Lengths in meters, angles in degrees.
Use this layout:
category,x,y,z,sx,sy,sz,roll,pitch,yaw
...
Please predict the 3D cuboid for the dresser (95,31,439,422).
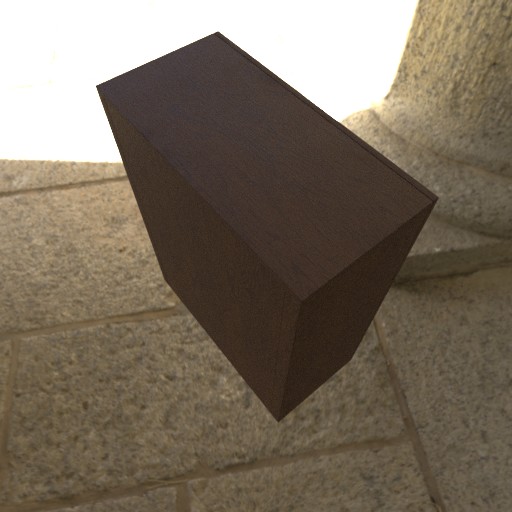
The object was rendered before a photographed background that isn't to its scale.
category,x,y,z,sx,sy,sz,roll,pitch,yaw
dresser,0.000,0.000,1.829,0.516,1.320,0.964,-34,64,-20
